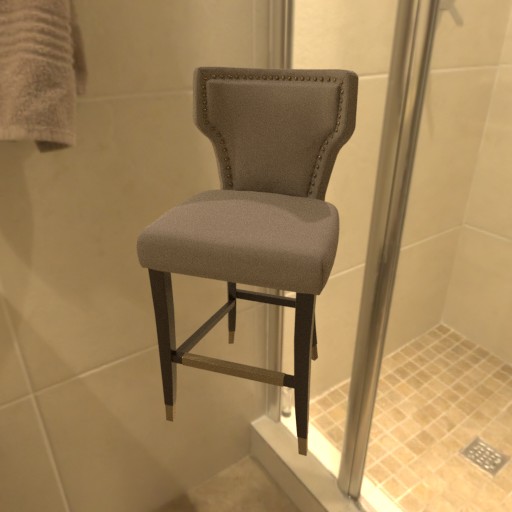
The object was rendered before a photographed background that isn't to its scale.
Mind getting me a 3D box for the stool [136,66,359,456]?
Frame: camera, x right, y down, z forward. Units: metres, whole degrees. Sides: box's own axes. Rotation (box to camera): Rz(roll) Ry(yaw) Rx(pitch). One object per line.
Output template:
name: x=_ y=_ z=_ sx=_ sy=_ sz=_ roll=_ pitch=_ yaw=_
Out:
stool: x=0.000 y=0.000 z=1.420 sx=0.526 sy=1.092 sz=0.563 roll=8 pitch=28 yaw=15
